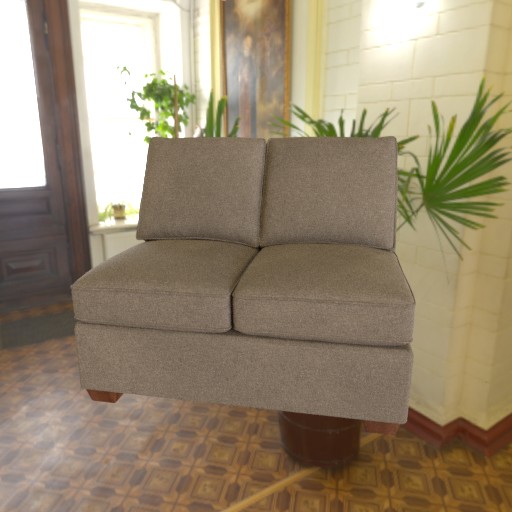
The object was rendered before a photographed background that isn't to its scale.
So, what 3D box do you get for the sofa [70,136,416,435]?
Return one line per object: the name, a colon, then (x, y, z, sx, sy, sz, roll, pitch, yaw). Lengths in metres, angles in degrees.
sofa: (0.000, 0.000, 1.923, 1.237, 1.008, 0.951, 3, 15, 10)
